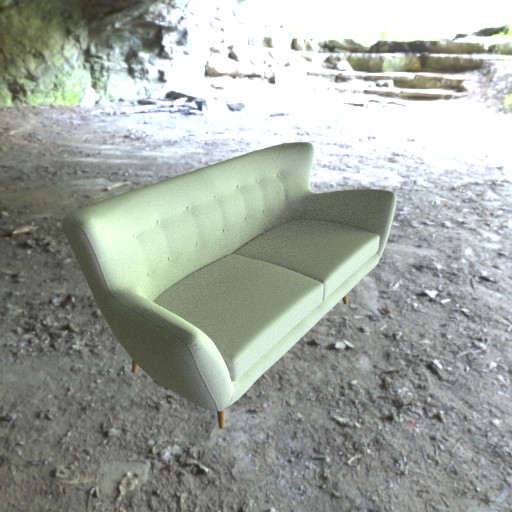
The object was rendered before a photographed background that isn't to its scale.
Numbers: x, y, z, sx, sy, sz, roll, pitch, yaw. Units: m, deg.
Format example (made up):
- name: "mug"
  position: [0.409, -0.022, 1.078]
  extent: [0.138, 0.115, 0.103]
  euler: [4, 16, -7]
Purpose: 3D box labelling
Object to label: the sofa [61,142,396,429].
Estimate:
- name: "sofa"
  position: [0.000, 0.000, 2.449]
  extent: [0.899, 0.890, 1.930]
  euler: [18, 32, 32]
